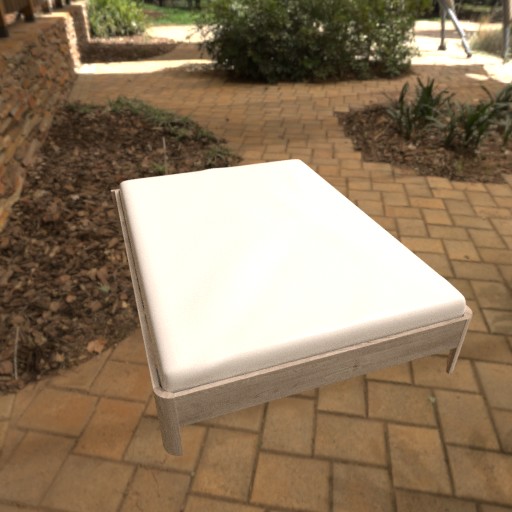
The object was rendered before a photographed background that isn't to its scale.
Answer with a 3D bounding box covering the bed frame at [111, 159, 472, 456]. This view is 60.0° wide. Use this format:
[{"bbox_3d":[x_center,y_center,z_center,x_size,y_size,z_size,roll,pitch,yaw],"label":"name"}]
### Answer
[{"bbox_3d":[0.000,0.000,2.627,1.490,0.462,1.950,-11,34,-16],"label":"bed frame"}]
